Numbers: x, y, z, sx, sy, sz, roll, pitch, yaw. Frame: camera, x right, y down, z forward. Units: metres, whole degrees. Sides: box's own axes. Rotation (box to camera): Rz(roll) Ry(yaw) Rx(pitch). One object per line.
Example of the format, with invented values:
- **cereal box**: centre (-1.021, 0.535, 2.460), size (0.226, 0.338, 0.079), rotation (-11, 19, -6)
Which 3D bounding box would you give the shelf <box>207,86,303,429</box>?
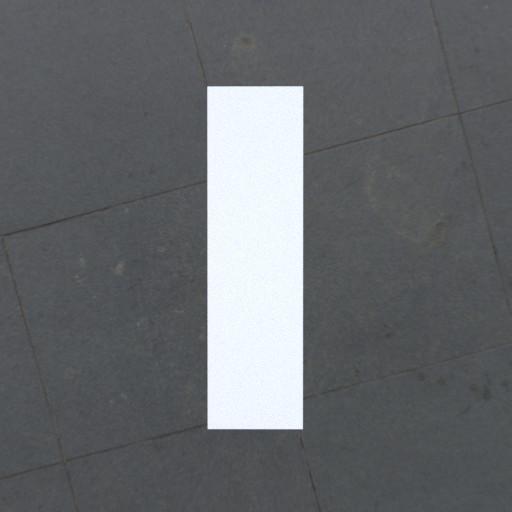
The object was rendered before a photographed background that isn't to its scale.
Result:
- **shelf**: centre (0.000, 0.000, 1.976), size (0.250, 1.650, 0.890), rotation (0, 90, 0)
